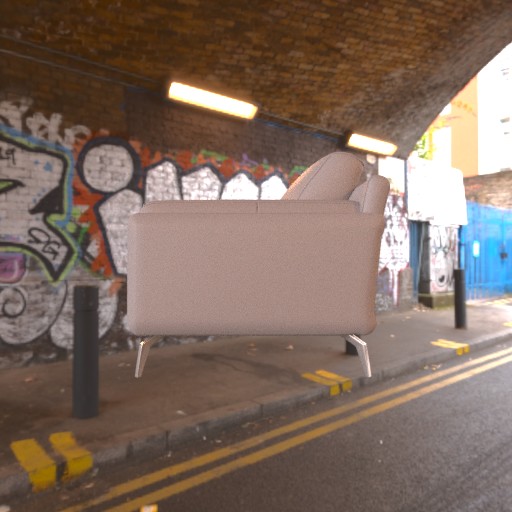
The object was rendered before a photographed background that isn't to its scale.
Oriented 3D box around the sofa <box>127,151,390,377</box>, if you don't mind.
[{"bbox_3d":[0.000,0.000,2.630,1.049,0.930,2.101,0,0,-1],"label":"sofa"}]
